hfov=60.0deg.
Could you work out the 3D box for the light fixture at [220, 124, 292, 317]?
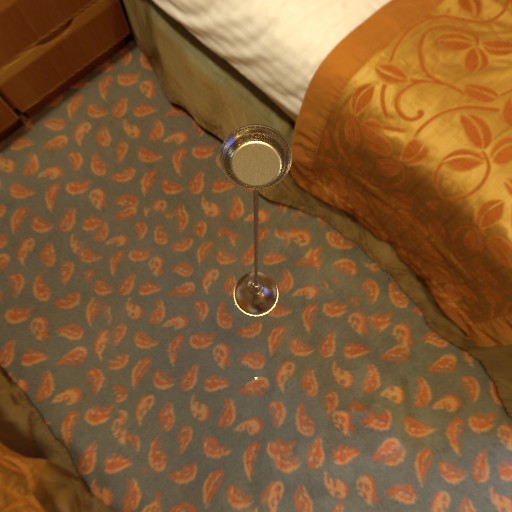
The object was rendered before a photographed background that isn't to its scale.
[{"bbox_3d":[0.000,0.000,1.453,0.211,1.367,0.217,0,75,0],"label":"light fixture"}]
